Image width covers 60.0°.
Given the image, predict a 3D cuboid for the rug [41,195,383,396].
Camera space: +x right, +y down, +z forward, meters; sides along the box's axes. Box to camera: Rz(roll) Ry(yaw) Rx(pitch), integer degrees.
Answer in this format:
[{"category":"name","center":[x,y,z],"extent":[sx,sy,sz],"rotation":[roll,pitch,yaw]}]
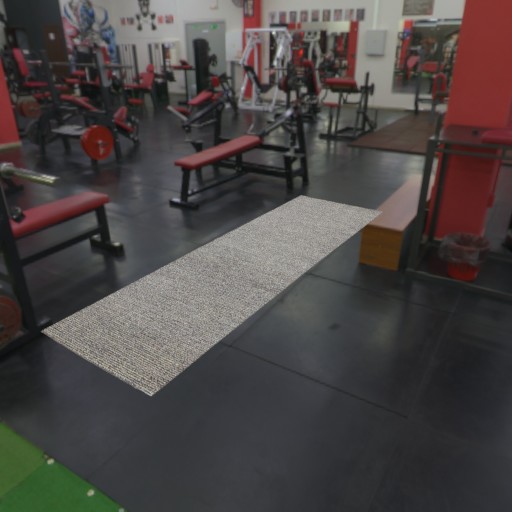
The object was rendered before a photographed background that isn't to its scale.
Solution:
[{"category":"rug","center":[0.000,0.000,2.635],"extent":[0.697,0.013,2.335],"rotation":[17,31,31]}]
